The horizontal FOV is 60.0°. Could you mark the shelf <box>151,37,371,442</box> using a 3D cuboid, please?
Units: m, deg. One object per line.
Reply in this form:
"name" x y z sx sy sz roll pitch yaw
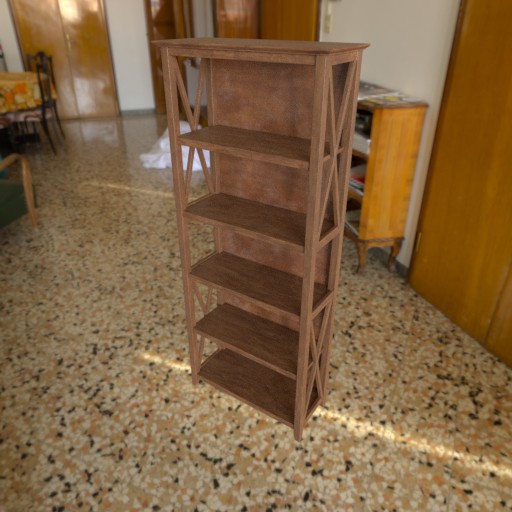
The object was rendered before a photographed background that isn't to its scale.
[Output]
"shelf" 0.000 0.000 2.189 0.805 1.905 0.335 18 34 29
